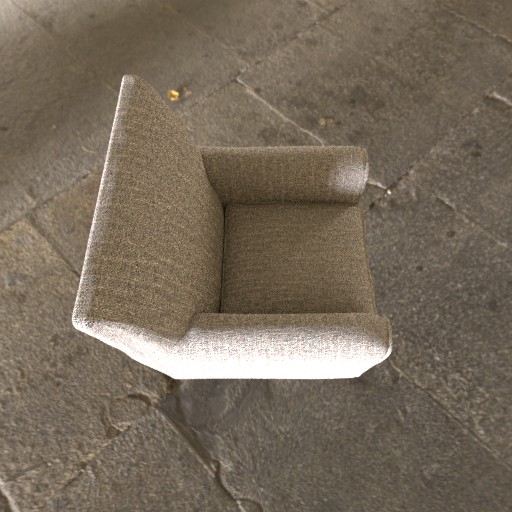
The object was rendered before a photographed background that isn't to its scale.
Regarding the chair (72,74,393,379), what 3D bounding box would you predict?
[{"bbox_3d":[0.000,0.000,1.647,0.873,0.928,0.864,1,63,0],"label":"chair"}]
